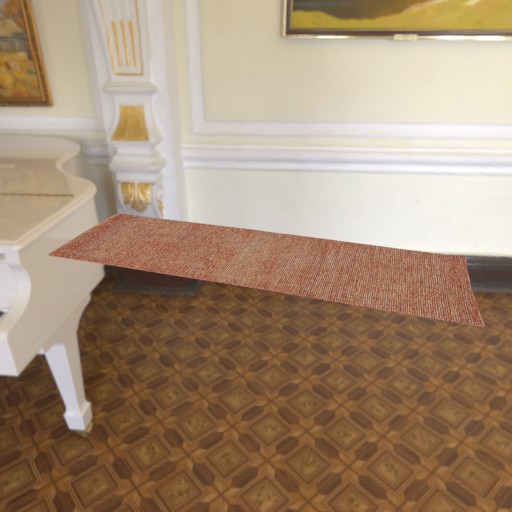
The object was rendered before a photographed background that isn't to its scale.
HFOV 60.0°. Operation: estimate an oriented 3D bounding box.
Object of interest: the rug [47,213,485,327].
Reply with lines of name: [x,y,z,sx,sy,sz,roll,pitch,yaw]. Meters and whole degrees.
rug: [0.000,0.000,2.582,2.353,0.013,0.718,8,28,16]
